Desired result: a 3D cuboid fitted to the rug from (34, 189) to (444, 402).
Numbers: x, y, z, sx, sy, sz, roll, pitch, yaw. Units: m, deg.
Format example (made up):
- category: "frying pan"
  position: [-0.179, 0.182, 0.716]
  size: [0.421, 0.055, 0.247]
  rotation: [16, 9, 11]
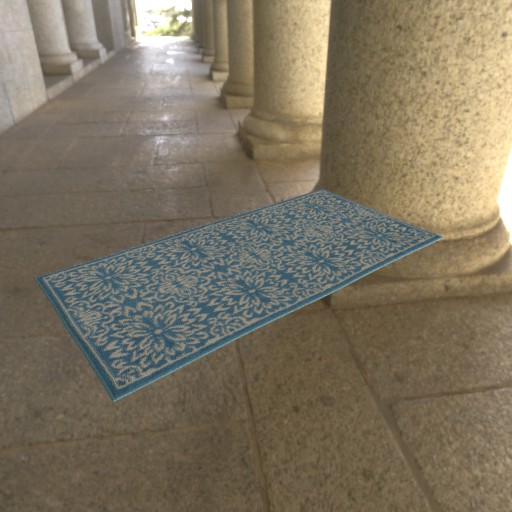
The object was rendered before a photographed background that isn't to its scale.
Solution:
- category: "rug"
  position: [0.000, 0.000, 1.448]
  size: [1.219, 0.007, 0.604]
  rotation: [-21, 35, -32]
